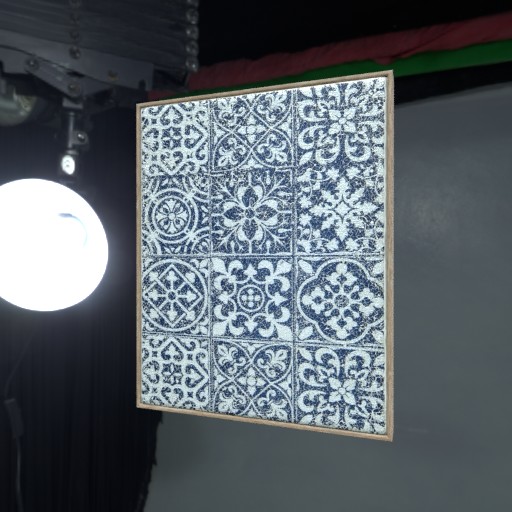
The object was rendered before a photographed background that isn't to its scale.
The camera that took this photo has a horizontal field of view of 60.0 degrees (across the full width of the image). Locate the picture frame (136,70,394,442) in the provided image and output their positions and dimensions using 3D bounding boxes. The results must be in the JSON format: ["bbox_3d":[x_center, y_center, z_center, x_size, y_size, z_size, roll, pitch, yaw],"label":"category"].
[{"bbox_3d":[0.000,0.000,0.718,0.424,0.526,0.043,0,0,20],"label":"picture frame"}]
